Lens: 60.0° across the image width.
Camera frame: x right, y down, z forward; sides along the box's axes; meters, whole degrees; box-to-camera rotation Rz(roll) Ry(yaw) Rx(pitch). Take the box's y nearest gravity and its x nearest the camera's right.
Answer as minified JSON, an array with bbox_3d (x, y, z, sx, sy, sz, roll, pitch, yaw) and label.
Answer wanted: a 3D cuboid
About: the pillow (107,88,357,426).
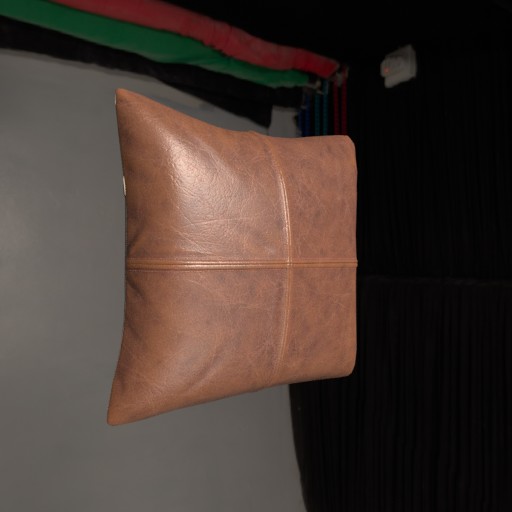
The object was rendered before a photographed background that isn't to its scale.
[{"bbox_3d":[0.000,0.000,0.731,0.484,0.470,0.192,0,0,-36],"label":"pillow"}]
